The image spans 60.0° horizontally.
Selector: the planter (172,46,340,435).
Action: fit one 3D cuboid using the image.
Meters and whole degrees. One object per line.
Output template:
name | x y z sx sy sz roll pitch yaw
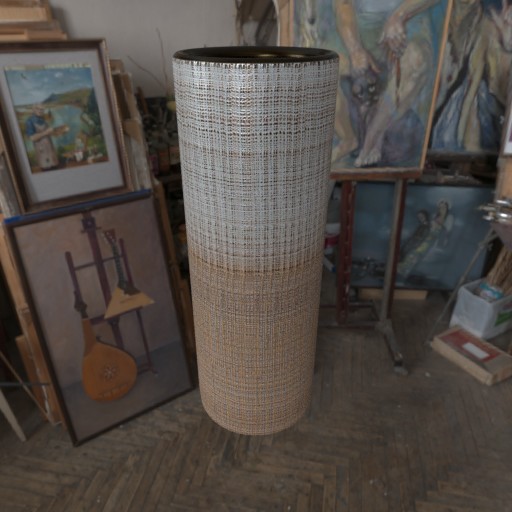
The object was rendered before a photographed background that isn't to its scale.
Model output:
planter | 0.000 0.000 0.330 0.099 0.278 0.099 8 30 15
